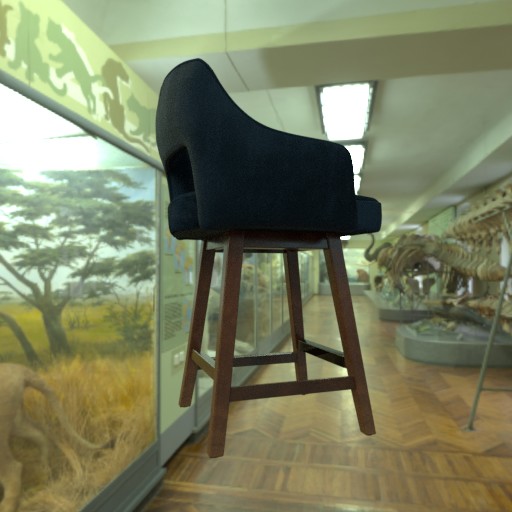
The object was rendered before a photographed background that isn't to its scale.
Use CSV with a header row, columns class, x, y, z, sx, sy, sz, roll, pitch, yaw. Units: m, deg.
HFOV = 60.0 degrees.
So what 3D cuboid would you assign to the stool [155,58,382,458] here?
class,x,y,z,sx,sy,sz,roll,pitch,yaw
stool,0.000,0.000,1.279,0.560,0.940,0.550,1,-2,-19
